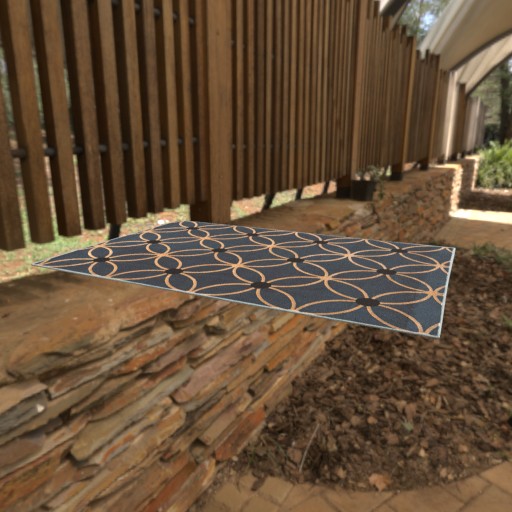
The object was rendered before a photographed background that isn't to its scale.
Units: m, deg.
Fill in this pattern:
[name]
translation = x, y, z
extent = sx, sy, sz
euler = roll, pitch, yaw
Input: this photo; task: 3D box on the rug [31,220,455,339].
[rug]
translation = 0.000, 0.000, 2.832
extent = 2.284, 0.008, 1.522
euler = 7, 17, 25
